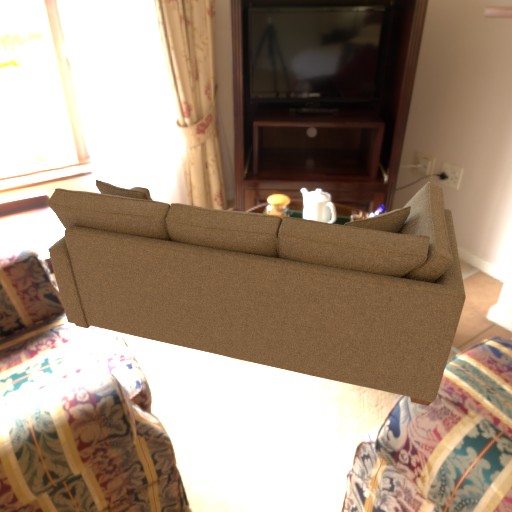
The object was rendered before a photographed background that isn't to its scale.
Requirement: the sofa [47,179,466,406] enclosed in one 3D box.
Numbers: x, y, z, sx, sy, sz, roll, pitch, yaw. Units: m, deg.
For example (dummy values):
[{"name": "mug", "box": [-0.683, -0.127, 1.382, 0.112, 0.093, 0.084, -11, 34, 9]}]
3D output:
[{"name": "sofa", "box": [0.000, 0.000, 2.856, 2.317, 0.962, 1.061, 9, 32, 15]}]
